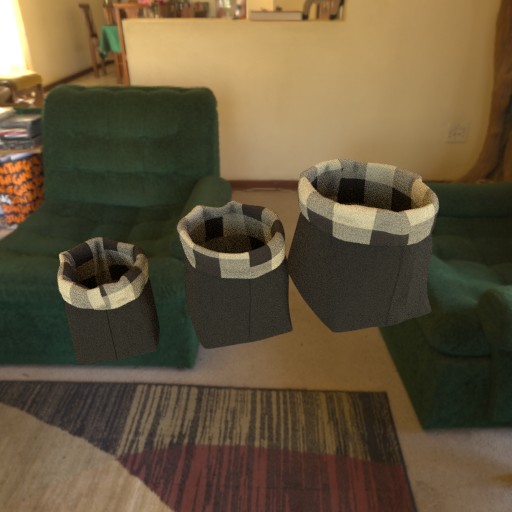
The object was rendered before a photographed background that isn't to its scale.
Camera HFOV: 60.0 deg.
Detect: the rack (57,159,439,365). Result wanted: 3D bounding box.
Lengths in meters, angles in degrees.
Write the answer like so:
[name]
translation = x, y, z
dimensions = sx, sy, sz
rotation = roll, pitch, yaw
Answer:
[rack]
translation = 0.000, 0.000, 1.070
dimensions = 0.889, 0.329, 0.370
rotation = -8, 32, -14
